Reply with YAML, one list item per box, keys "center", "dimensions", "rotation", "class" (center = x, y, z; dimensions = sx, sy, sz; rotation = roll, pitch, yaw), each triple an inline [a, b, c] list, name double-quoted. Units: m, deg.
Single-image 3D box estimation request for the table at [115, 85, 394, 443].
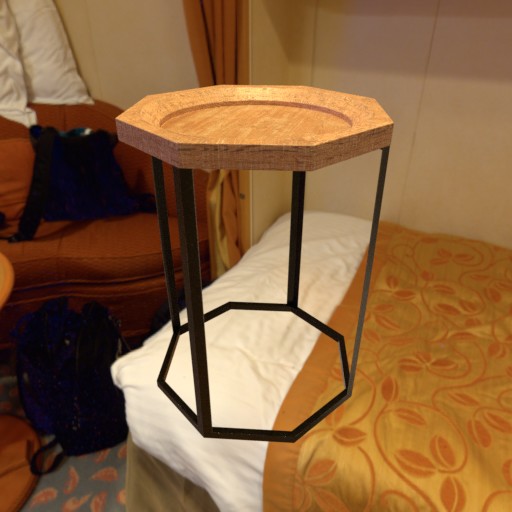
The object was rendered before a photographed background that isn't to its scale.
- center: [0.000, 0.000, 0.852]
  dimensions: [0.437, 0.553, 0.437]
  rotation: [-10, 32, -16]
  class: "table"
